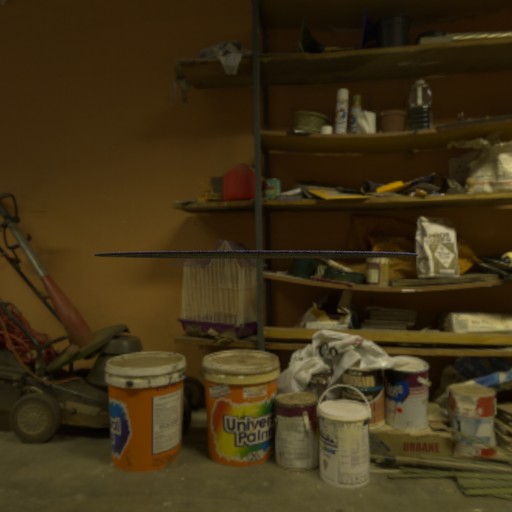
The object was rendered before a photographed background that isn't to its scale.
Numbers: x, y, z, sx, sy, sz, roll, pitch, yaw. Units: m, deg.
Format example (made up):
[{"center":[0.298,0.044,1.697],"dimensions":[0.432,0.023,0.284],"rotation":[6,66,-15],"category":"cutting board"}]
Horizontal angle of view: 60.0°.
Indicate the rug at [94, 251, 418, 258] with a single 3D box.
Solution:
[{"center":[0.000,0.000,2.317],"dimensions":[1.591,0.010,1.591],"rotation":[0,-1,0],"category":"rug"}]
